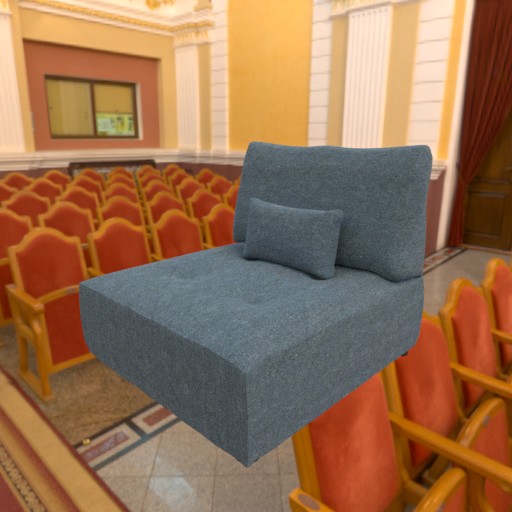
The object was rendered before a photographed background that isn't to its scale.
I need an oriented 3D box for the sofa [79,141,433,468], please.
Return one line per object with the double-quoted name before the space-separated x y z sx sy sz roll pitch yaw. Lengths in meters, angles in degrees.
"sofa" 0.000 0.000 1.687 0.930 0.820 1.000 15 22 42
